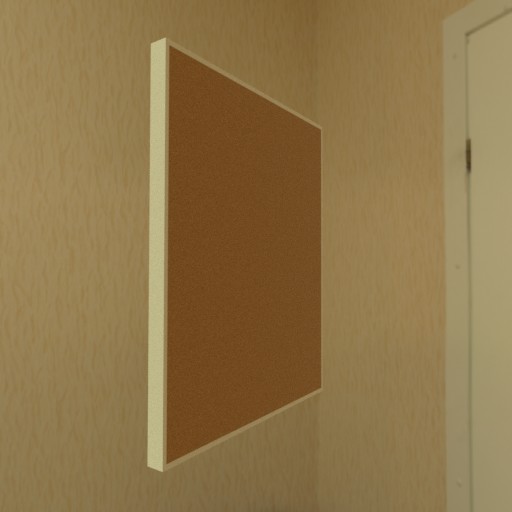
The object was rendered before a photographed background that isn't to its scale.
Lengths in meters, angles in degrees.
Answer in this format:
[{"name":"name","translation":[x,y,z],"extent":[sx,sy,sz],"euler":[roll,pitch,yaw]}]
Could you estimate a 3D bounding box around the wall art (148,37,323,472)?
[{"name":"wall art","translation":[0.000,0.000,0.748],"extent":[0.030,0.549,0.443],"euler":[-1,-2,35]}]
